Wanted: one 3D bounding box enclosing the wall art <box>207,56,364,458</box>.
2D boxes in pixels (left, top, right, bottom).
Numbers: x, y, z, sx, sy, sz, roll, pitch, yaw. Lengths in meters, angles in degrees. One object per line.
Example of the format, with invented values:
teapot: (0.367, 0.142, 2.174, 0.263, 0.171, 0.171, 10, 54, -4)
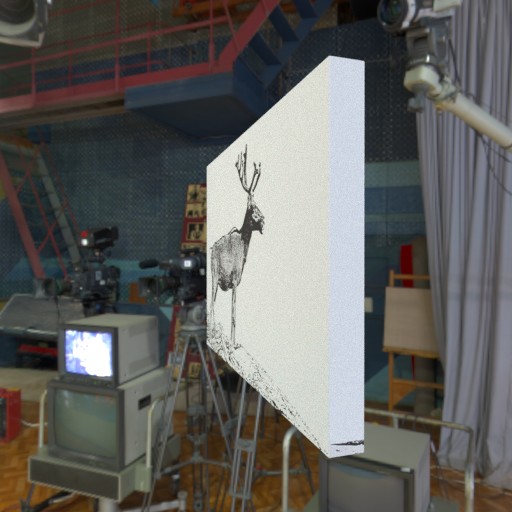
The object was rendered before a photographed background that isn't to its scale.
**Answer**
wall art: (0.000, 0.000, 0.751, 0.042, 0.414, 0.608, 0, 0, -18)
